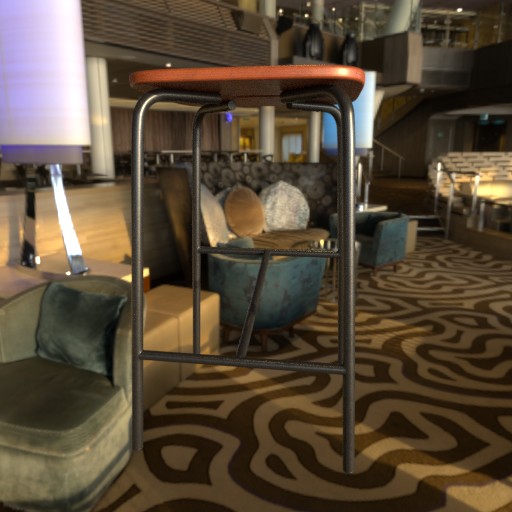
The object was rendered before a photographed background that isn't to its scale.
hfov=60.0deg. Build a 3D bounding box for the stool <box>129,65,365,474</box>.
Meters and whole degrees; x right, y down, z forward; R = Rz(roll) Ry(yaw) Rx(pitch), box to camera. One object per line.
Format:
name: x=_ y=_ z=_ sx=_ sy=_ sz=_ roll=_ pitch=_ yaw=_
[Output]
stool: x=0.000 y=0.000 z=0.841 sx=0.376 sy=0.610 sz=0.376 roll=2 pitch=13 yaw=9
